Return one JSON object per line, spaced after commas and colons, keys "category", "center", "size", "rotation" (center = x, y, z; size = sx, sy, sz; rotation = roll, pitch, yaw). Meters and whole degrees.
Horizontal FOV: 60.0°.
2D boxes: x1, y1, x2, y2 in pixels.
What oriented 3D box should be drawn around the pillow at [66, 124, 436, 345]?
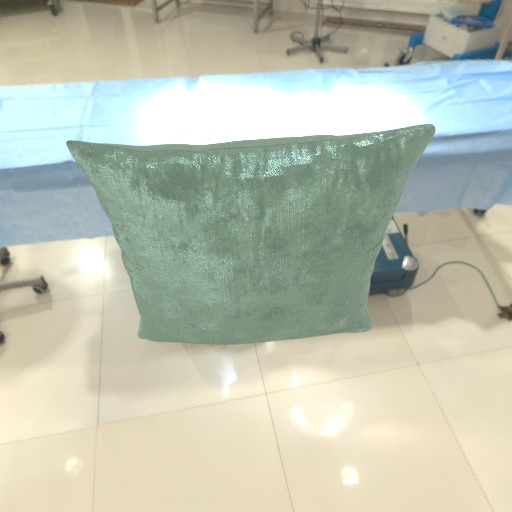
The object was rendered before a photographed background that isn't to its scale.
{"category": "pillow", "center": [0.000, 0.000, 0.724], "size": [0.470, 0.464, 0.175], "rotation": [-3, 46, -3]}
